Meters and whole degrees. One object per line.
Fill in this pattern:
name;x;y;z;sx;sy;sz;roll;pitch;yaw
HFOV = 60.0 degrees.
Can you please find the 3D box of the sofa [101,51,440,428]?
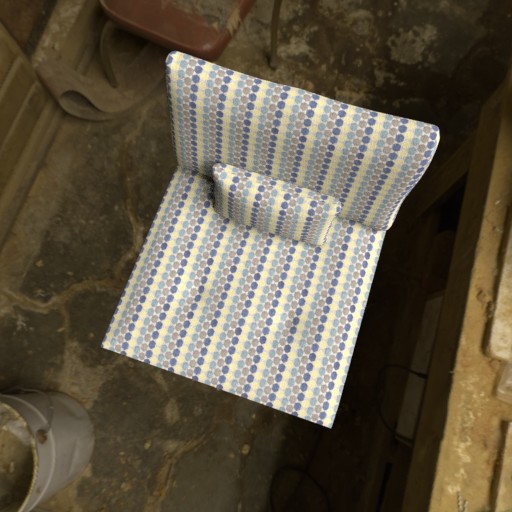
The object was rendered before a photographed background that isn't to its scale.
sofa;0.000;0.000;1.660;0.930;0.830;1.000;18;75;5
